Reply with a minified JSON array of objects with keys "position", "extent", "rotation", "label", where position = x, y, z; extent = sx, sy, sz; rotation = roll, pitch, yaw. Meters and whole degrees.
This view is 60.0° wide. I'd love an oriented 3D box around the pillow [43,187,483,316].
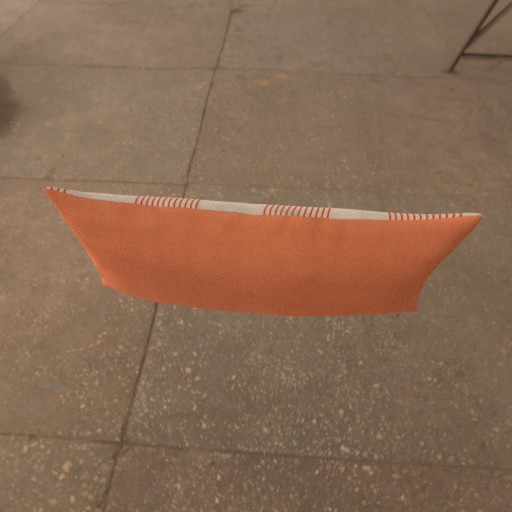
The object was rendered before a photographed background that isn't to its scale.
[{"position":[0.000,0.000,0.733],"extent":[0.608,0.292,0.156],"rotation":[4,48,4],"label":"pillow"}]
